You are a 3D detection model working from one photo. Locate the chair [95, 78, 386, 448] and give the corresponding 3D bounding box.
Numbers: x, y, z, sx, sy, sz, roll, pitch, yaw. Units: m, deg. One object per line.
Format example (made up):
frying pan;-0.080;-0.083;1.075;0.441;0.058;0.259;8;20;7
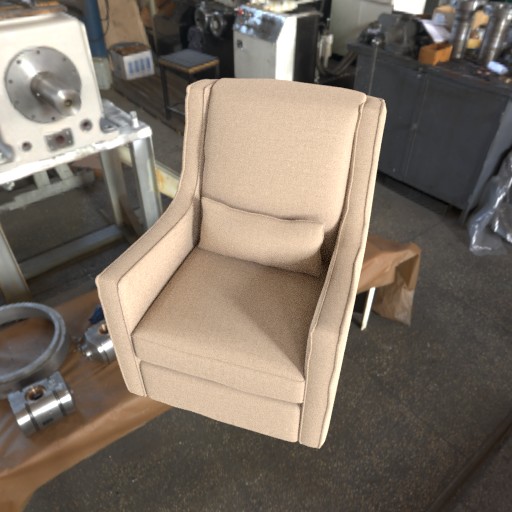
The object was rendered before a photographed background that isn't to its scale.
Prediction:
chair;0.000;0.000;1.580;0.732;0.993;0.879;12;41;14
